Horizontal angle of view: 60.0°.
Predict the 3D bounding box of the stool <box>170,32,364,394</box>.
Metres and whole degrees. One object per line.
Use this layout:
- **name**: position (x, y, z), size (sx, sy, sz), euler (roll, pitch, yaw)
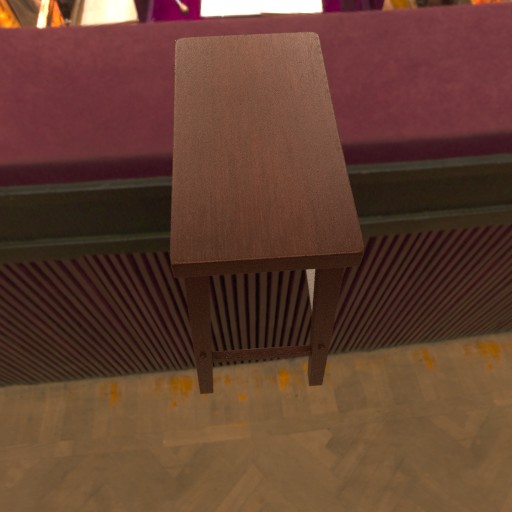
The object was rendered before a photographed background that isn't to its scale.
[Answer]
- **stool**: position (0.000, 0.000, 0.938), size (0.322, 0.742, 0.406), euler (-4, 62, -2)
